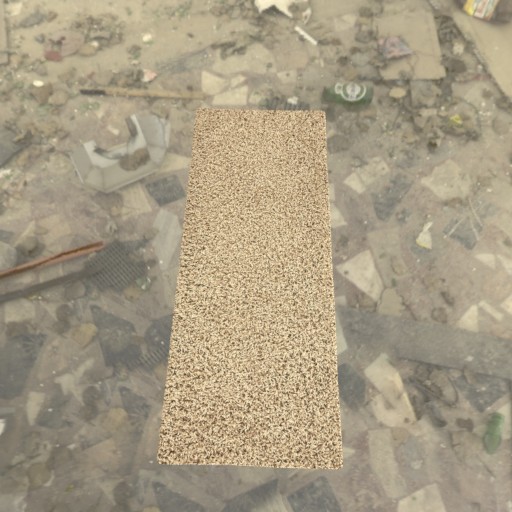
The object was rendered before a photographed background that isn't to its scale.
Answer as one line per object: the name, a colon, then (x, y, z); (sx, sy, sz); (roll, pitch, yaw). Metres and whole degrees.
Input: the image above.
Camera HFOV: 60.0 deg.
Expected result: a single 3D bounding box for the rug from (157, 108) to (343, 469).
rug: (0.000, 0.000, 1.773); (0.609, 0.030, 1.524); (1, 65, 1)
